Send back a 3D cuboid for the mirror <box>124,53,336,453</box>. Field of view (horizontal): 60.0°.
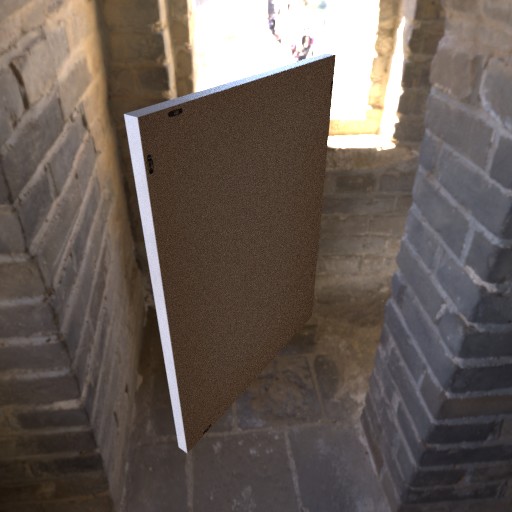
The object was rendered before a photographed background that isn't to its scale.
[{"bbox_3d":[0.000,0.000,1.328,0.041,1.016,0.762,22,40,29],"label":"mirror"}]
